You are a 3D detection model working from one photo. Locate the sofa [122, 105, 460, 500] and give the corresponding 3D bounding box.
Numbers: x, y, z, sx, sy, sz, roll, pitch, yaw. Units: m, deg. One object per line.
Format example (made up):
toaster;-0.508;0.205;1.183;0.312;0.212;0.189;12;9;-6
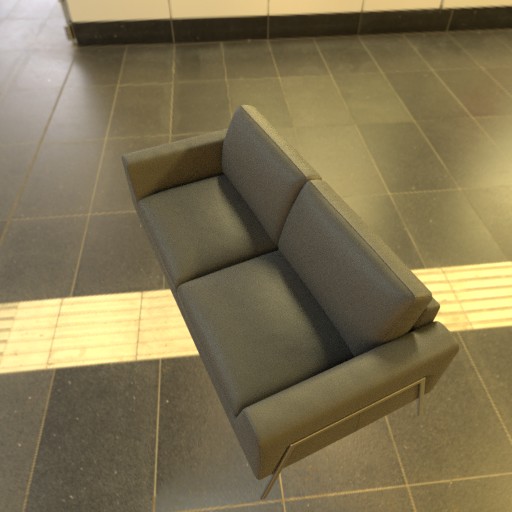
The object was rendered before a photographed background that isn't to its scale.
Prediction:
sofa;0.000;0.000;2.444;0.953;0.875;2.017;-19;50;-17
